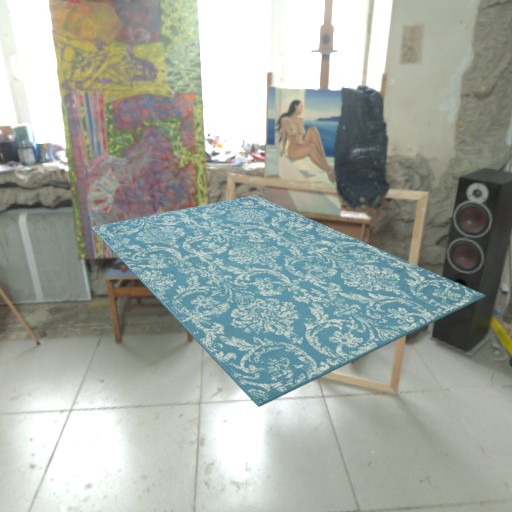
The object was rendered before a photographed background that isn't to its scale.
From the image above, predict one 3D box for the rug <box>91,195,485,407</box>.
[{"bbox_3d":[0.000,0.000,3.506,1.816,0.018,2.746,-16,29,-30],"label":"rug"}]
